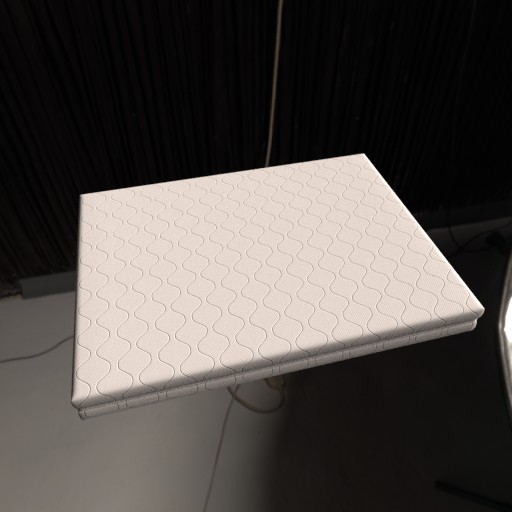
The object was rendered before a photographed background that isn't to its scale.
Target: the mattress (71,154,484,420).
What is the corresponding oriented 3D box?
[{"bbox_3d":[0.000,0.000,2.479,1.900,0.200,1.400,-10,46,-10],"label":"mattress"}]
